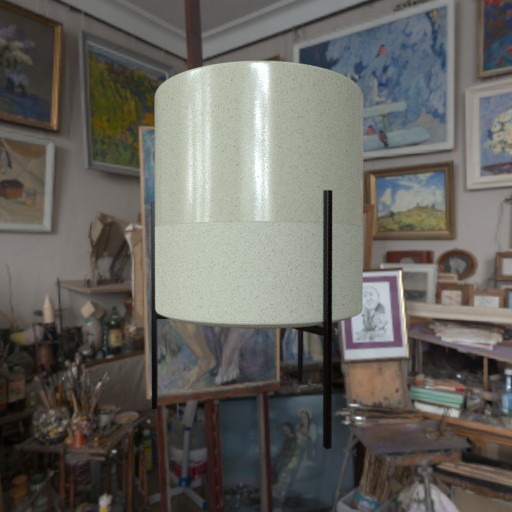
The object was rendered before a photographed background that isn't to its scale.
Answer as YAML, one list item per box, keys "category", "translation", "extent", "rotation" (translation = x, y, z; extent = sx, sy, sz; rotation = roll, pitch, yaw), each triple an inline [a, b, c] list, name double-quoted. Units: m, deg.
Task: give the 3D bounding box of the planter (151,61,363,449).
- category: "planter"
  translation: [0.000, 0.000, 0.689]
  extent: [0.323, 0.475, 0.314]
  rotation: [0, 1, -1]
